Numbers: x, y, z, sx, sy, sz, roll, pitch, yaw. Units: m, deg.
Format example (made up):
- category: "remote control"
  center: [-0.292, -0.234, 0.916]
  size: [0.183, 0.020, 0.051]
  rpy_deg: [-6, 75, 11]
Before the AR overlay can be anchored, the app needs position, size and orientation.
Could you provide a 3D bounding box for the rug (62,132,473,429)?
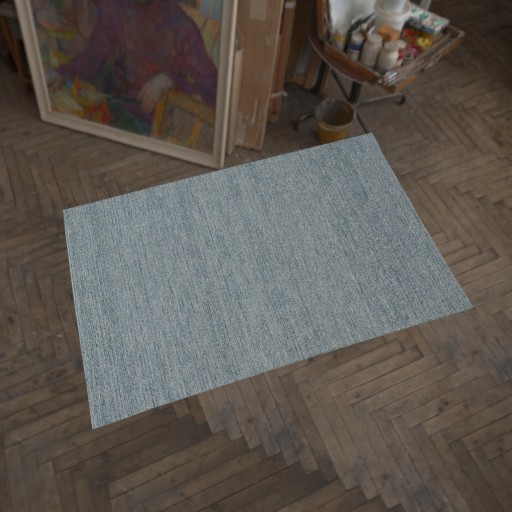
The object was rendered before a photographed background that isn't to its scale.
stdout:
- category: "rug"
  center: [0.000, 0.000, 2.285]
  size: [1.853, 0.022, 1.174]
  rpy_deg: [-16, 64, -8]
